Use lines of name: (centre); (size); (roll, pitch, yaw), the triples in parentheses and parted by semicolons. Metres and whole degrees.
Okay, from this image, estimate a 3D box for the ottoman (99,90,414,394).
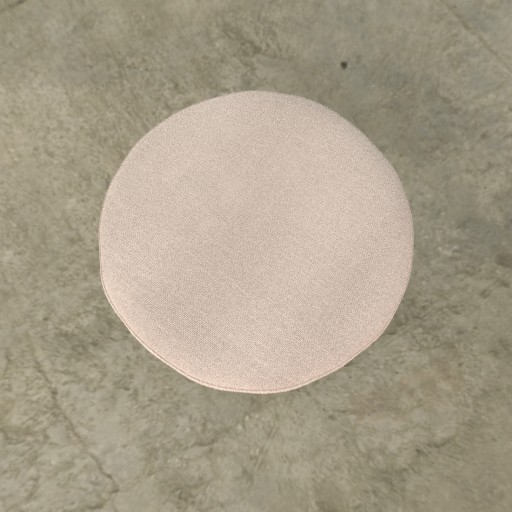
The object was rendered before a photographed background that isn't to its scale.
ottoman: (0.000, 0.000, 0.857); (0.497, 0.409, 0.497); (0, 75, 0)
